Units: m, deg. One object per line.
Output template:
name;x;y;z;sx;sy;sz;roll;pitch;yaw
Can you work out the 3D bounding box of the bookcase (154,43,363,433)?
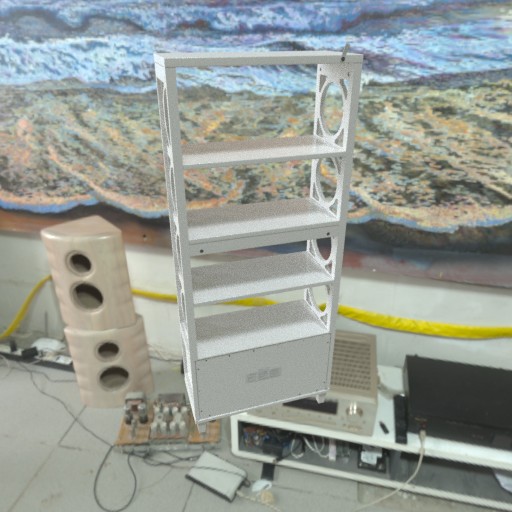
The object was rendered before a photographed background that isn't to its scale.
bookcase;0.000;0.000;2.151;0.761;1.869;0.361;-8;28;-16
